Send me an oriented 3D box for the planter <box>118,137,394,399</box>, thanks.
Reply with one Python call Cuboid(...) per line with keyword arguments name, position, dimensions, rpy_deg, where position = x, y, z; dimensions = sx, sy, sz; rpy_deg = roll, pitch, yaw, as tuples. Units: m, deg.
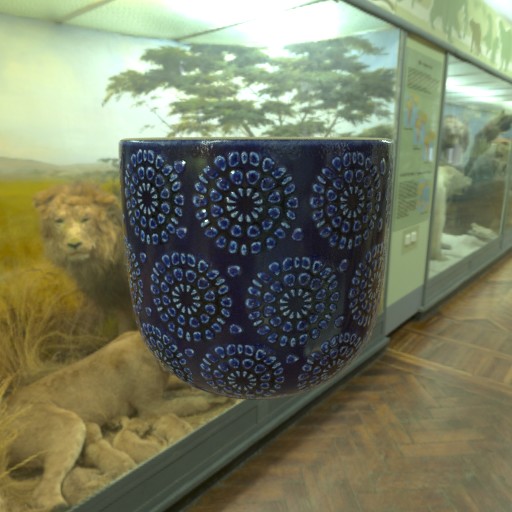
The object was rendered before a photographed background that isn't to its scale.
Cuboid(name="planter", position=(0.000, 0.000, 0.292), dimensions=(0.165, 0.149, 0.165), rpy_deg=(0, 14, 0))
